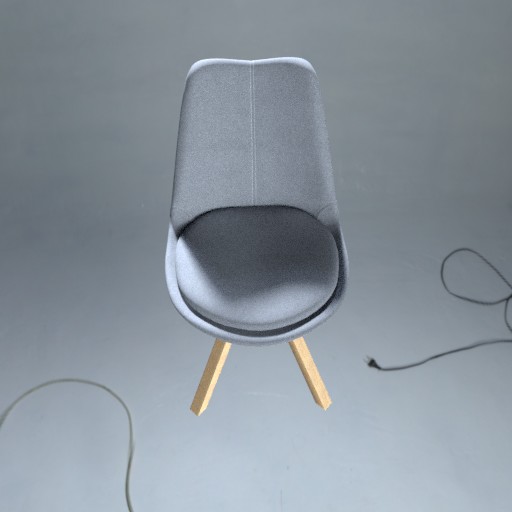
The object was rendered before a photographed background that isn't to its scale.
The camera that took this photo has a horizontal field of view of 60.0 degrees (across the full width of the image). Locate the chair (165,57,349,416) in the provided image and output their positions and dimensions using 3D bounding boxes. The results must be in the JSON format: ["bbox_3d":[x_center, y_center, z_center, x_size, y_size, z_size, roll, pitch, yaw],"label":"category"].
[{"bbox_3d":[0.000,0.000,1.217,0.474,0.863,0.549,-2,46,-2],"label":"chair"}]
